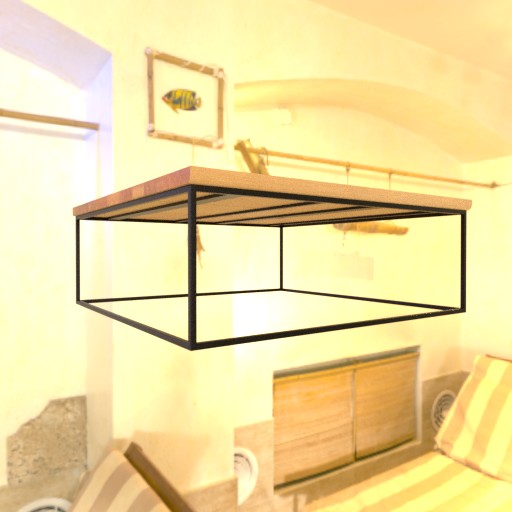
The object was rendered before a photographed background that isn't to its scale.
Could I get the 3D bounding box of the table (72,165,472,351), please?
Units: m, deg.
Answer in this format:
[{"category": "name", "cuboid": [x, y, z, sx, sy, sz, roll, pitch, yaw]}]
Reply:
[{"category": "table", "cuboid": [0.000, 0.000, 1.710, 1.100, 0.400, 1.100, 0, 1, -35]}]
